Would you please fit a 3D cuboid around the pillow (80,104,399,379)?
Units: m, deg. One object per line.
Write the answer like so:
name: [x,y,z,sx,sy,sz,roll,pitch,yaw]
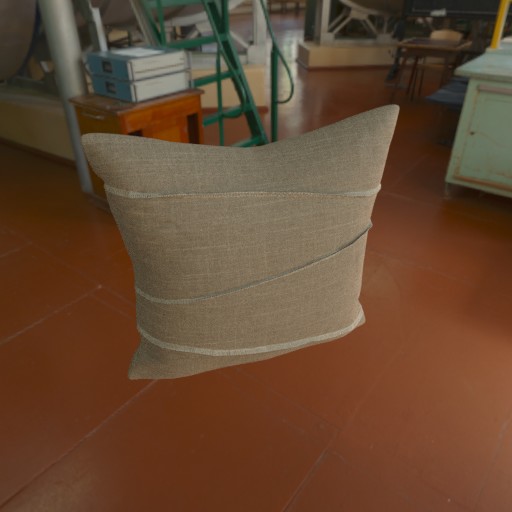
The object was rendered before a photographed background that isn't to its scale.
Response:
pillow: [0.000,0.000,0.649,0.424,0.400,0.169,-10,35,-15]
